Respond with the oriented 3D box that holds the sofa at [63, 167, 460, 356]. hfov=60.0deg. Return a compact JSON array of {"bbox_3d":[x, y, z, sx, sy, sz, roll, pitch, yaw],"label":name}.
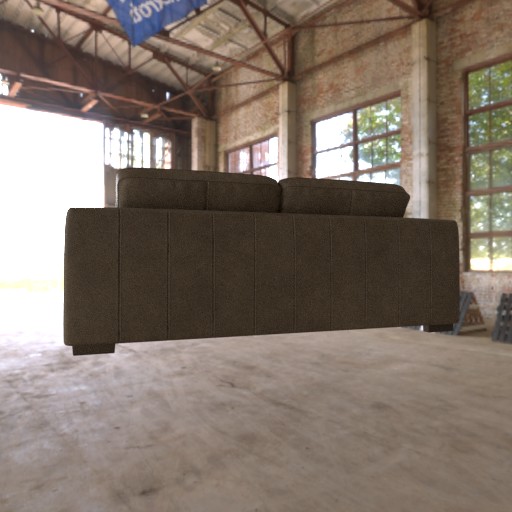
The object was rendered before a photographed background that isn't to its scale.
[{"bbox_3d":[0.000,0.000,2.503,1.920,0.800,1.070,0,0,-19],"label":"sofa"}]
